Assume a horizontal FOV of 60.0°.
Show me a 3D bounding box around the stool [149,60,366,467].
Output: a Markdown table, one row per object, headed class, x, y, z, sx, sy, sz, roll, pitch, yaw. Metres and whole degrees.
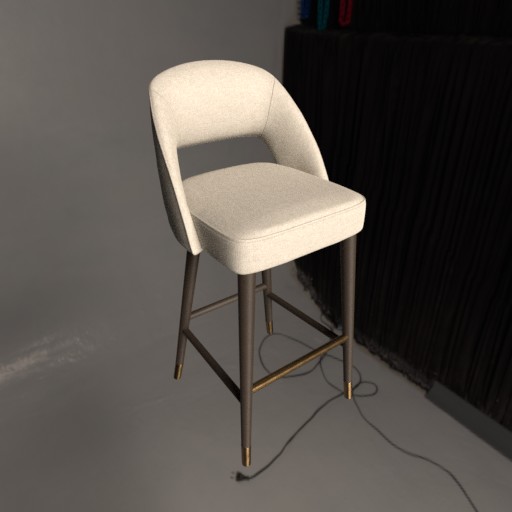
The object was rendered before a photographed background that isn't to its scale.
| class | x | y | z | sx | sy | sz | roll | pitch | yaw |
| --- | --- | --- | --- | --- | --- | --- | --- | --- | --- |
| stool | 0.000 | 0.000 | 1.325 | 0.494 | 1.037 | 0.509 | -20 | 35 | -31 |
